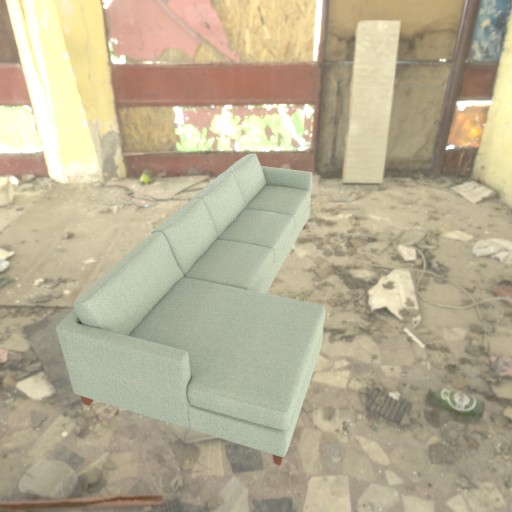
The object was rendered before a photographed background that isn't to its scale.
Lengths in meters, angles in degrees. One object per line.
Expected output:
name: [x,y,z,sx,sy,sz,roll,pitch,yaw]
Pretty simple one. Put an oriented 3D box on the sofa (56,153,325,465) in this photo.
sofa: [0.000,0.000,4.178,1.600,0.953,3.470,10,32,16]
